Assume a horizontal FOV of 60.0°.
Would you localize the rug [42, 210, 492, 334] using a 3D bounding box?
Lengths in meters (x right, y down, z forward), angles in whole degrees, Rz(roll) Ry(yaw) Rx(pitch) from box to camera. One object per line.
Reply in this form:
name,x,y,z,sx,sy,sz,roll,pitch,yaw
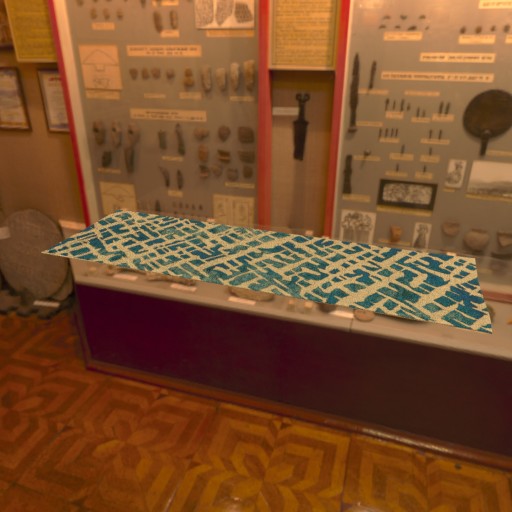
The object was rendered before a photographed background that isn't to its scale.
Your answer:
rug,0.000,0.000,2.607,2.446,0.011,0.768,9,28,17
